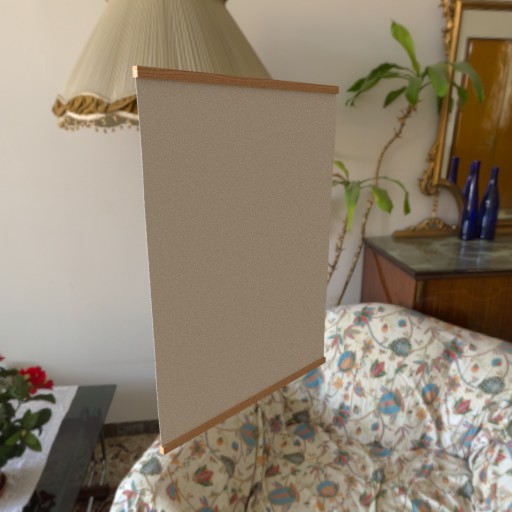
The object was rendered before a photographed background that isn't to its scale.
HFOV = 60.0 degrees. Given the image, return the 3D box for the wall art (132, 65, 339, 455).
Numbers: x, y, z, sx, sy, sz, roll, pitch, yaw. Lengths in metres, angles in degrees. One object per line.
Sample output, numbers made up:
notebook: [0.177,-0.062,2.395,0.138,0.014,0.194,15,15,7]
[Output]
wall art: [0.000,0.000,1.359,0.739,1.016,0.020,-15,22,-42]
